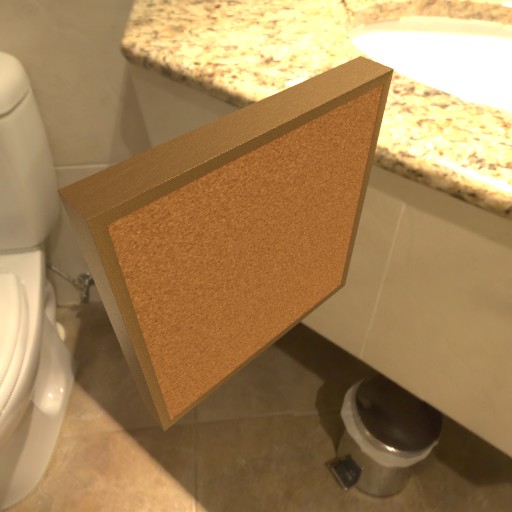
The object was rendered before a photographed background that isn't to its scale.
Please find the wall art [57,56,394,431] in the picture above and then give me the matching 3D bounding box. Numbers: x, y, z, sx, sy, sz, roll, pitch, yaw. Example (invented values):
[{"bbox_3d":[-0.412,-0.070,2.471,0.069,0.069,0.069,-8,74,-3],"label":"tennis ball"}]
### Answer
[{"bbox_3d":[0.000,0.000,0.450,0.304,0.305,0.038,-34,55,-28],"label":"wall art"}]
